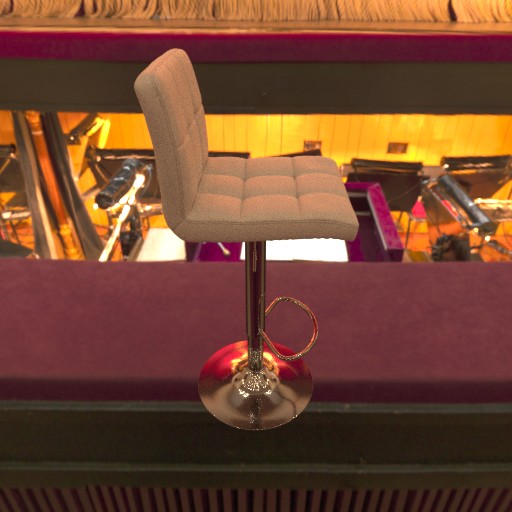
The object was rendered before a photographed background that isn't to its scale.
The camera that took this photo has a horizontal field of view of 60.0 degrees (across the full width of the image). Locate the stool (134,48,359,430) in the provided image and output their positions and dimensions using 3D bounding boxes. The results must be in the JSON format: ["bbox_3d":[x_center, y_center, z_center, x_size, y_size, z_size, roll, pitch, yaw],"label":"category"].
[{"bbox_3d":[0.000,0.000,1.352,0.505,1.115,0.430,1,33,1],"label":"stool"}]
